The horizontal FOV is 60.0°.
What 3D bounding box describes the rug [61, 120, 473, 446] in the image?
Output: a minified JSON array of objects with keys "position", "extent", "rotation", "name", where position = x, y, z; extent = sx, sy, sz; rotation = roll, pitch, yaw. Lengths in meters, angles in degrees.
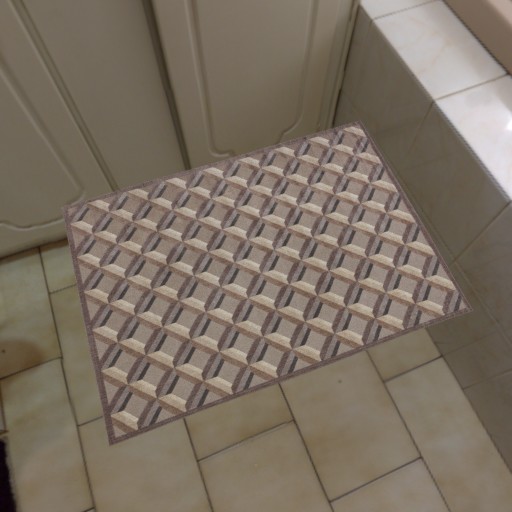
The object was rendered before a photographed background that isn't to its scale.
[{"position":[0.000,0.000,2.869],"extent":[2.260,0.013,1.600],"rotation":[-18,66,-8],"name":"rug"}]
